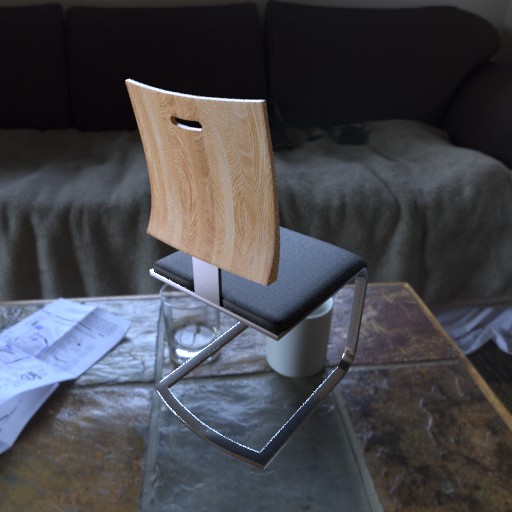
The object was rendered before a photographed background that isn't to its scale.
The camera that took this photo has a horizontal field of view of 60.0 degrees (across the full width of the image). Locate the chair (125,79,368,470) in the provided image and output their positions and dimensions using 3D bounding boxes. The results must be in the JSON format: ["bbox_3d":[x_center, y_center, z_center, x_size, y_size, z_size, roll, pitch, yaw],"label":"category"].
[{"bbox_3d":[0.000,0.000,1.233,0.462,0.936,0.560,22,37,33],"label":"chair"}]
